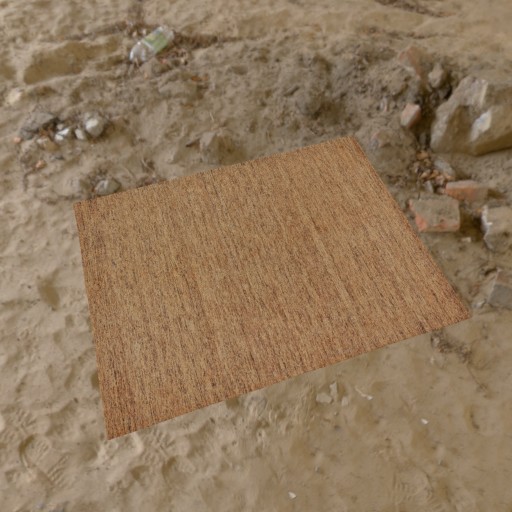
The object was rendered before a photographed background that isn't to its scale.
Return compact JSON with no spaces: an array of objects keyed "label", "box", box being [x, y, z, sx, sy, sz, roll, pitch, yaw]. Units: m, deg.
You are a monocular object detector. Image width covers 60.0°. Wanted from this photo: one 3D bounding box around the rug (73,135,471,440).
[{"label":"rug","box":[0.000,0.000,4.268,3.200,0.012,2.438,-16,59,-10]}]
